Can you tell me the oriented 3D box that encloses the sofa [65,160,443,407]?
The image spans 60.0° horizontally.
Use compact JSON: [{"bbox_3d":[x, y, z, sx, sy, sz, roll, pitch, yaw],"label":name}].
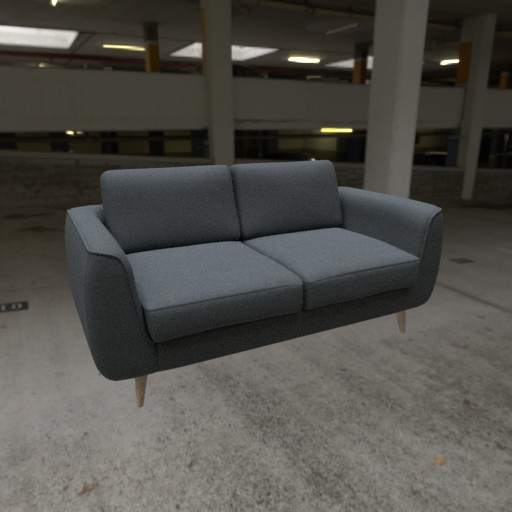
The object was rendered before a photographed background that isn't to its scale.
[{"bbox_3d":[0.000,0.000,2.208,1.700,0.850,0.920,-8,19,-26],"label":"sofa"}]
